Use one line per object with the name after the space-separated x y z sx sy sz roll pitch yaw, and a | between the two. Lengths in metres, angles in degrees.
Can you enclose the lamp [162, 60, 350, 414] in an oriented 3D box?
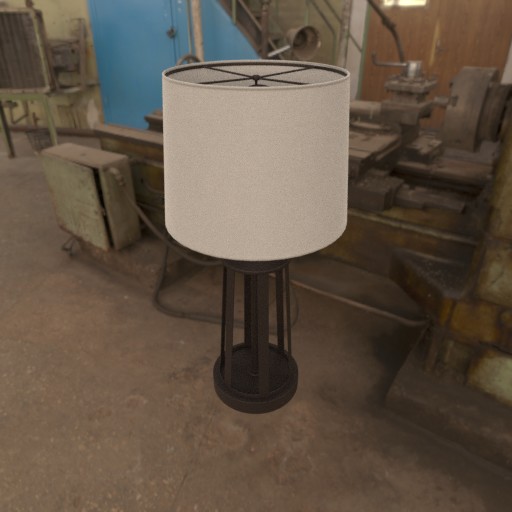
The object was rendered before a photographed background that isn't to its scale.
0.000 0.000 0.655 0.251 0.509 0.251 0 30 0 | lamp
